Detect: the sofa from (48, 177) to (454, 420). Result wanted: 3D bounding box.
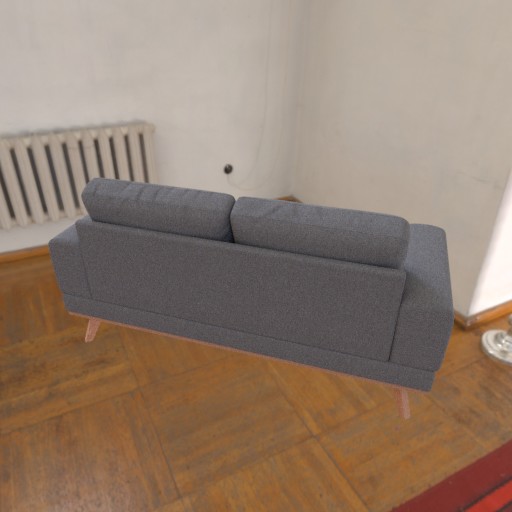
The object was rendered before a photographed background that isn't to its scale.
[{"bbox_3d":[0.000,0.000,2.053,1.650,0.810,0.785,9,32,15],"label":"sofa"}]
